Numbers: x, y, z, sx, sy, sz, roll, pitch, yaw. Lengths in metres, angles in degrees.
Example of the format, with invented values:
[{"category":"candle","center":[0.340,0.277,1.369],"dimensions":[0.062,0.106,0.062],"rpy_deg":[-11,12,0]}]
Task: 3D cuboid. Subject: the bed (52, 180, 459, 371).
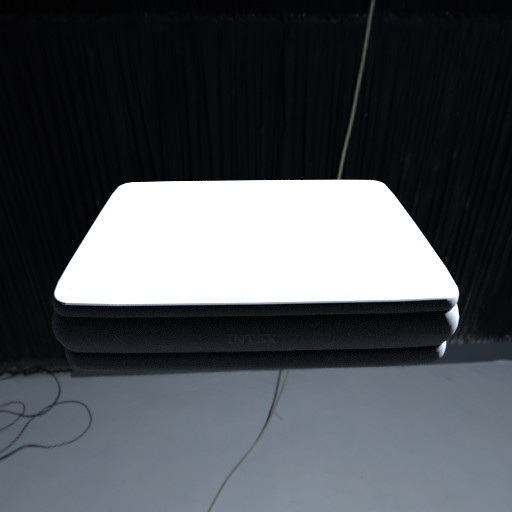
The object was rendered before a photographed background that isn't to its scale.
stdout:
[{"category":"bed","center":[0.000,0.000,2.731],"dimensions":[2.036,0.460,1.520],"rpy_deg":[-1,32,-1]}]
